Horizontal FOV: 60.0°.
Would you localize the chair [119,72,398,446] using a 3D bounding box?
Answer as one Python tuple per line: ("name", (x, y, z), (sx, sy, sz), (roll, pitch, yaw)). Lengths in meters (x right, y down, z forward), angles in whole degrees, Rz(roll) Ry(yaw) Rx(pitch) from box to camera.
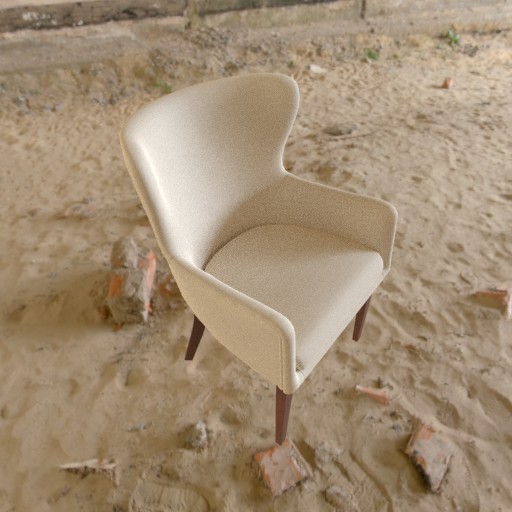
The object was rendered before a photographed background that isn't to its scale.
("chair", (0.000, 0.000, 1.524), (0.744, 0.990, 0.696), (27, 49, 27))
